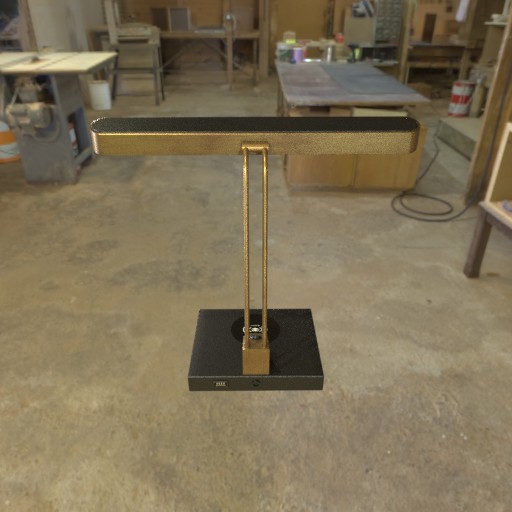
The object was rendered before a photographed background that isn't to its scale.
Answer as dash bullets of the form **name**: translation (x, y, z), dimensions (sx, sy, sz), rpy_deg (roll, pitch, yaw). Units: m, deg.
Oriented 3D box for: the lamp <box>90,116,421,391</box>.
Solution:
- **lamp**: translation (0.000, 0.000, 0.595), dimensions (0.412, 0.345, 0.156), rpy_deg (0, 30, 0)
